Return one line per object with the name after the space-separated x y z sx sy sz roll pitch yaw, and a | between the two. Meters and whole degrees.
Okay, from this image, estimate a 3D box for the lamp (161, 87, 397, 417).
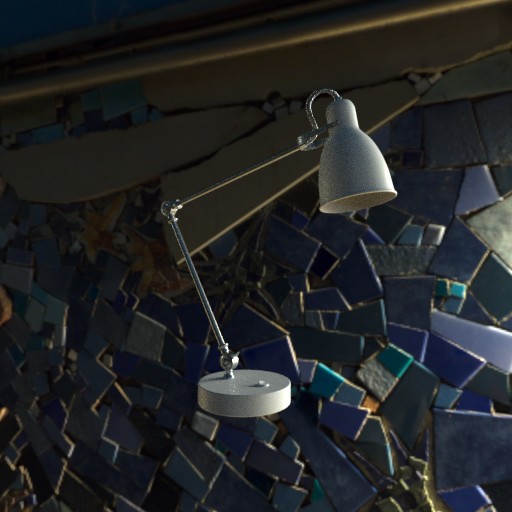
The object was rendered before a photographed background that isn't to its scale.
0.000 0.000 0.882 0.561 0.587 0.187 0 0 38 | lamp
